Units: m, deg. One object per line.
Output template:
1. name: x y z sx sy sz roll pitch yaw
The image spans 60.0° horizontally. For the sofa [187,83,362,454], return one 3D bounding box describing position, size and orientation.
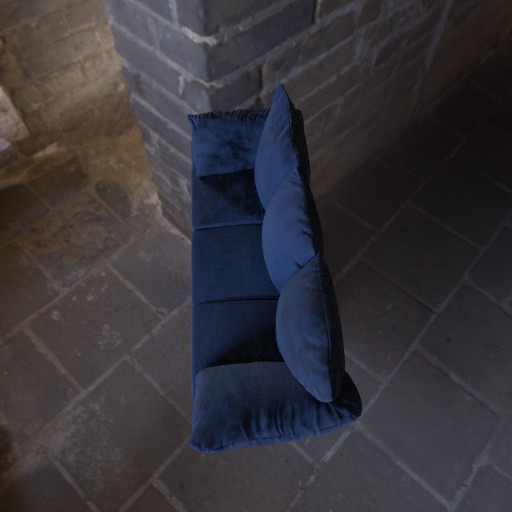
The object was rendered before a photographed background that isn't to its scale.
1. sofa: 0.000 0.000 2.928 0.907 1.091 2.390 -4 59 -2
